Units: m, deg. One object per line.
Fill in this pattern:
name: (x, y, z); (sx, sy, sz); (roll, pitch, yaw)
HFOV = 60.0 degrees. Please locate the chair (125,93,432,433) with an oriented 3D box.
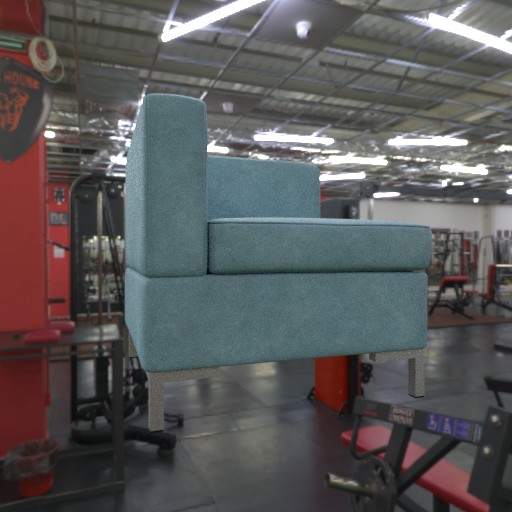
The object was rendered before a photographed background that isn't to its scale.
chair: (0.000, 0.000, 1.243); (0.684, 0.660, 0.691); (0, 1, -19)
